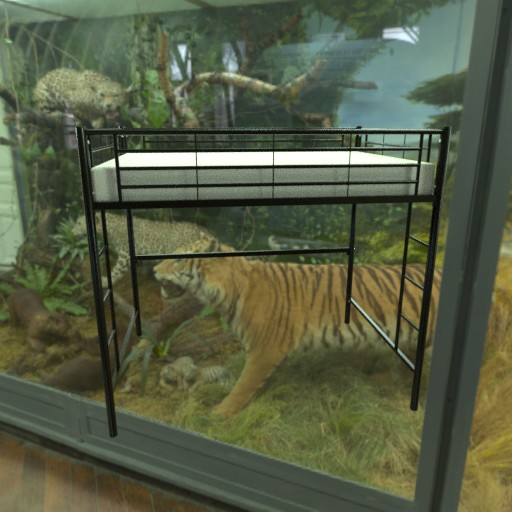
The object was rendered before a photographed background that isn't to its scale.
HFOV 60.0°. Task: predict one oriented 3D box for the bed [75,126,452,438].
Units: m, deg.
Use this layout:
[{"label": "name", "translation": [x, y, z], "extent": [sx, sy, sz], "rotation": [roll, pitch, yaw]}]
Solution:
[{"label": "bed", "translation": [0.000, 0.000, 3.208], "extent": [1.994, 1.803, 1.397], "rotation": [-2, 17, -7]}]
